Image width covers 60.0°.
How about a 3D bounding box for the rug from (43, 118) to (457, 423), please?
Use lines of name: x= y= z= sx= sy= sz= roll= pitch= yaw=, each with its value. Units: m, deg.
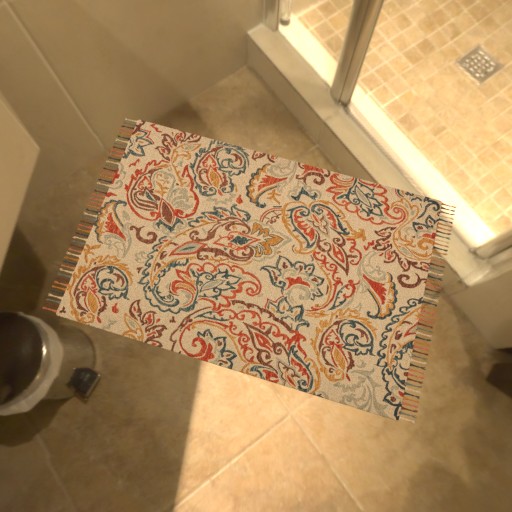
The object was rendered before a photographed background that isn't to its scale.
rug: x=0.000 y=0.000 z=2.412 sx=1.997 sy=0.010 sz=1.218 roll=16 pitch=75 yaw=4
